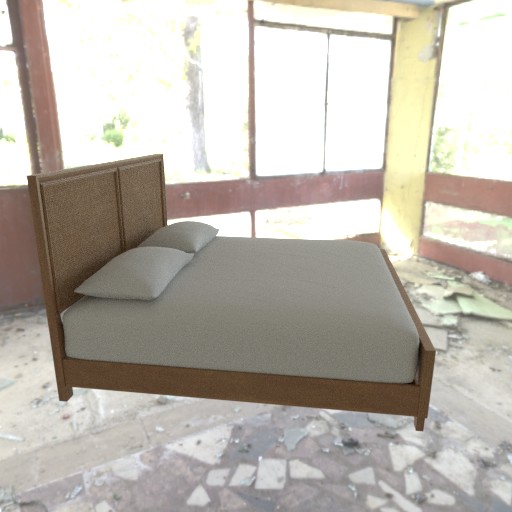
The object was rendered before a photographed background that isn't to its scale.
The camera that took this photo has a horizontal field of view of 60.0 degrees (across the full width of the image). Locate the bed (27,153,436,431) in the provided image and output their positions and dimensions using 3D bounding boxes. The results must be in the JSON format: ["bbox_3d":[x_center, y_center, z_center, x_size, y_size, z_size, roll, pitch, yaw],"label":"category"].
[{"bbox_3d":[0.000,0.000,3.361,2.184,1.387,2.003,2,17,8],"label":"bed"}]
